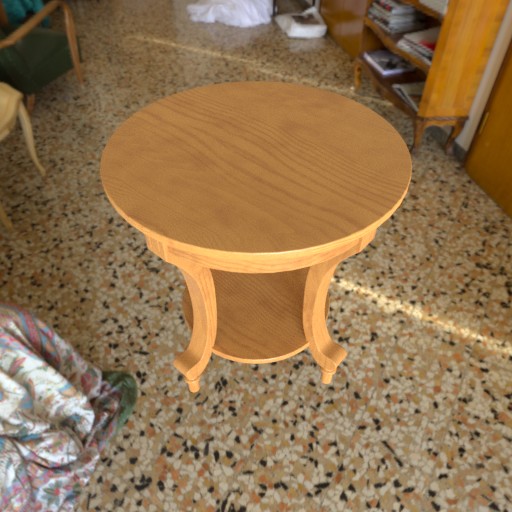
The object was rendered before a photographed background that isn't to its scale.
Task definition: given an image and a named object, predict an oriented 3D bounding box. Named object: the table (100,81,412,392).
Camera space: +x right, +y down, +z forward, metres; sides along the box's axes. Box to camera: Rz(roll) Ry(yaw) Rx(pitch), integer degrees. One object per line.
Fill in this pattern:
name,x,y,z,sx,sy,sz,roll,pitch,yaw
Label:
table,0.000,0.000,1.089,0.597,0.612,0.597,0,45,0
